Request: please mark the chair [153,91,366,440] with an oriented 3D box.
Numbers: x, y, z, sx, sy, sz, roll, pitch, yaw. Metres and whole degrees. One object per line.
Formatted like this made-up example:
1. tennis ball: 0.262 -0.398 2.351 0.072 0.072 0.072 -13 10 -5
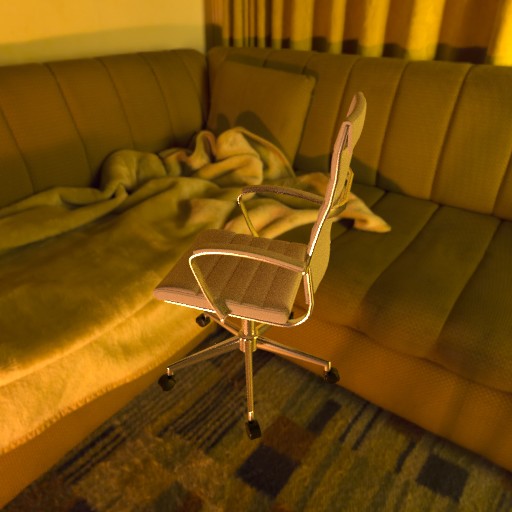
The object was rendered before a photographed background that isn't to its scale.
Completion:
1. chair: 0.000 0.000 1.689 0.739 1.149 0.766 8 31 13
